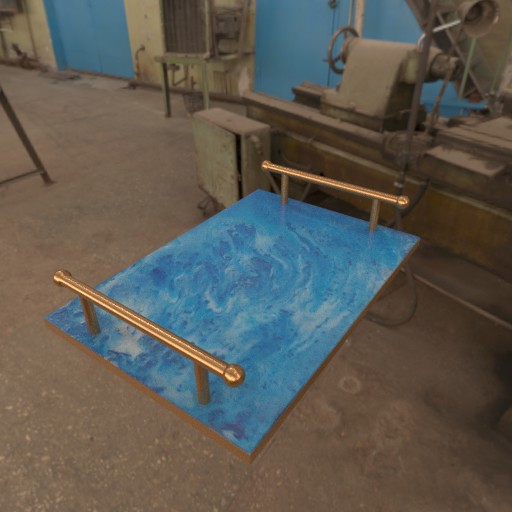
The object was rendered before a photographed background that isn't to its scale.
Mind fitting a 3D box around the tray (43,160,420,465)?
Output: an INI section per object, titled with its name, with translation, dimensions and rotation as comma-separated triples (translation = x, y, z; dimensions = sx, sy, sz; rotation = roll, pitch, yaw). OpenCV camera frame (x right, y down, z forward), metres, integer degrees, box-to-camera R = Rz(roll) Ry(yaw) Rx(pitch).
[tray]
translation = 0.000, 0.000, 0.586
dimensions = 0.304, 0.084, 0.444
rotation = 21, 39, 29
